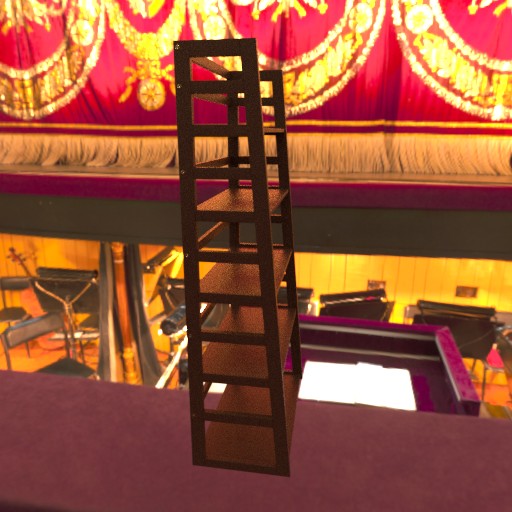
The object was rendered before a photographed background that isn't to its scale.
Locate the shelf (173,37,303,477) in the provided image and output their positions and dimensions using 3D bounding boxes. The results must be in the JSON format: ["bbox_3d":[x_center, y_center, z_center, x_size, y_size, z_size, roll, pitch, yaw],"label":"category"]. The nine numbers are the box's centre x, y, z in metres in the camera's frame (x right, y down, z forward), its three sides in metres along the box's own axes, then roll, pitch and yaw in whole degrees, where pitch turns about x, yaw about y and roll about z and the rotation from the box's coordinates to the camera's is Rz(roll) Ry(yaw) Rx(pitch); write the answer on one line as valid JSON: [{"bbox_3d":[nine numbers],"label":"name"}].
[{"bbox_3d":[0.000,0.000,1.939,0.403,1.600,0.763,3,16,9],"label":"shelf"}]
